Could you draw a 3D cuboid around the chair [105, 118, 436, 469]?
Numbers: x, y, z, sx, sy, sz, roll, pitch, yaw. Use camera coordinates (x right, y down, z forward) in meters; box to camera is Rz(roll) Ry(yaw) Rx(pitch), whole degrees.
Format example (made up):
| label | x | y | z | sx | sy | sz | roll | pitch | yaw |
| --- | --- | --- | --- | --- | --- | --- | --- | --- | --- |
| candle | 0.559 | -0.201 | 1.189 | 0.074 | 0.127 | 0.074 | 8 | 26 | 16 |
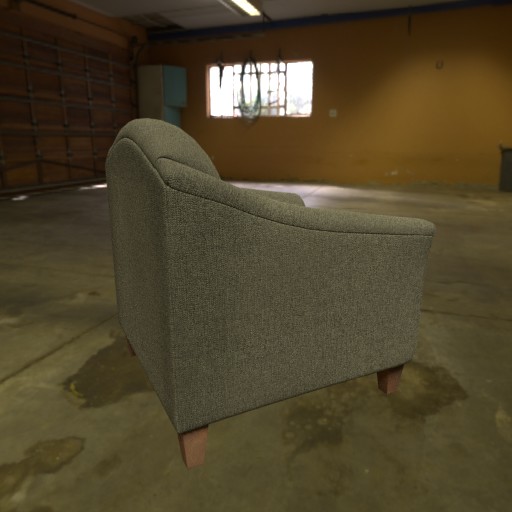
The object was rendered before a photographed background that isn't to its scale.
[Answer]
| label | x | y | z | sx | sy | sz | roll | pitch | yaw |
| --- | --- | --- | --- | --- | --- | --- | --- | --- | --- |
| chair | 0.000 | 0.000 | 1.435 | 0.787 | 0.839 | 0.763 | -7 | 17 | -26 |
